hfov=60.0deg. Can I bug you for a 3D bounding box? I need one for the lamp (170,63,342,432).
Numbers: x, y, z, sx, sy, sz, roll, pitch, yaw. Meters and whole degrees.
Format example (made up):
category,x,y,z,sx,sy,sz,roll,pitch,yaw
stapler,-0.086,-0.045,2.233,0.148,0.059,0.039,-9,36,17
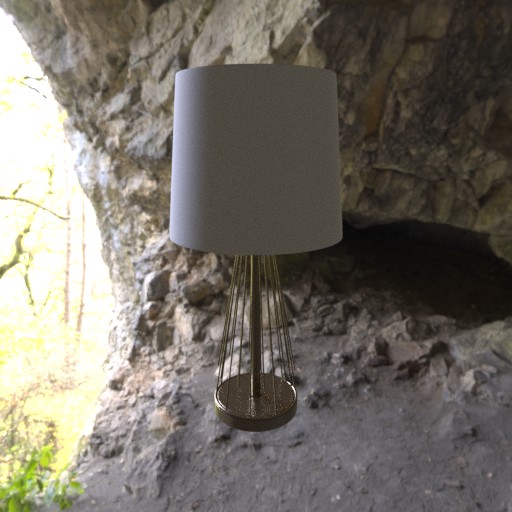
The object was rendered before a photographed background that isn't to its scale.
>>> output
category,x,y,z,sx,sy,sz,roll,pitch,yaw
lamp,0.000,0.000,0.801,0.303,0.618,0.303,0,15,0
